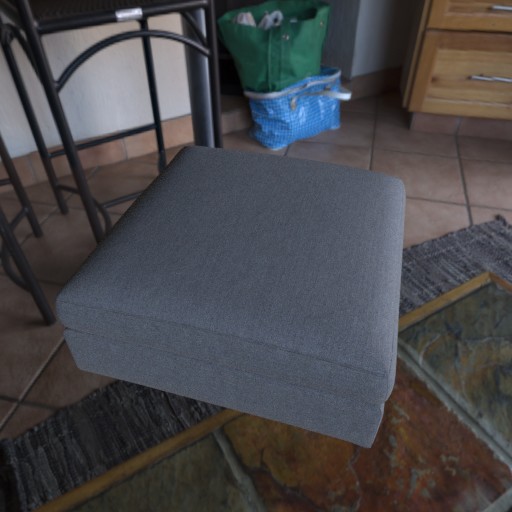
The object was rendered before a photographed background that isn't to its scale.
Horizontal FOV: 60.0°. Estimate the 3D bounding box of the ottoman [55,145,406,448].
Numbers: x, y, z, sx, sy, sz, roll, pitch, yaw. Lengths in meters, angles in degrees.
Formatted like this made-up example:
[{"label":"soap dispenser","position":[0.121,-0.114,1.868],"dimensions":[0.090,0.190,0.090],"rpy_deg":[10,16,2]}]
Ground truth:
[{"label":"ottoman","position":[0.000,0.000,1.674],"dimensions":[1.041,0.470,1.041],"rpy_deg":[11,42,12]}]
